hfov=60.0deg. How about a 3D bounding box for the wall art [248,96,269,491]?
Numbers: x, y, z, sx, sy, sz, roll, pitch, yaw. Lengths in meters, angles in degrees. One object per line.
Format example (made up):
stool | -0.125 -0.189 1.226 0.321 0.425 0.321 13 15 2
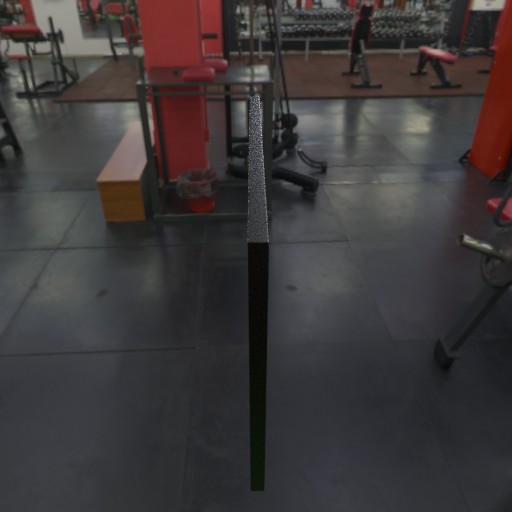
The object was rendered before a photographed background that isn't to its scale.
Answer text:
wall art | 0.000 0.000 0.846 0.022 0.446 0.659 0 32 0
